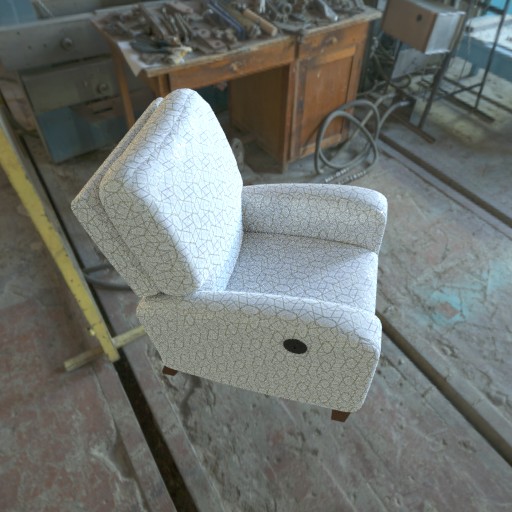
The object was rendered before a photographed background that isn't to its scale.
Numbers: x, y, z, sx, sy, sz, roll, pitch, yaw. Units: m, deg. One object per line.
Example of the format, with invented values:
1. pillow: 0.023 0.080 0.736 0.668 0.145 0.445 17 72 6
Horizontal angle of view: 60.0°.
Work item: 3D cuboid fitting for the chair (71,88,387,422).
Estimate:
1. chair: 0.000 0.000 1.760 0.995 1.064 0.796 10 47 9
